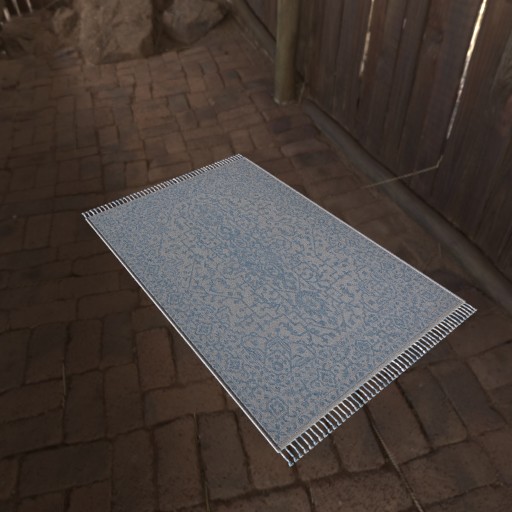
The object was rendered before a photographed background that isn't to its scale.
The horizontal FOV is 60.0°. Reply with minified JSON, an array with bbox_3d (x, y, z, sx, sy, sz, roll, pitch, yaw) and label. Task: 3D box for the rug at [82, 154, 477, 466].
[{"bbox_3d":[0.000,0.000,3.069,1.524,0.010,2.438,-28,49,-27],"label":"rug"}]
